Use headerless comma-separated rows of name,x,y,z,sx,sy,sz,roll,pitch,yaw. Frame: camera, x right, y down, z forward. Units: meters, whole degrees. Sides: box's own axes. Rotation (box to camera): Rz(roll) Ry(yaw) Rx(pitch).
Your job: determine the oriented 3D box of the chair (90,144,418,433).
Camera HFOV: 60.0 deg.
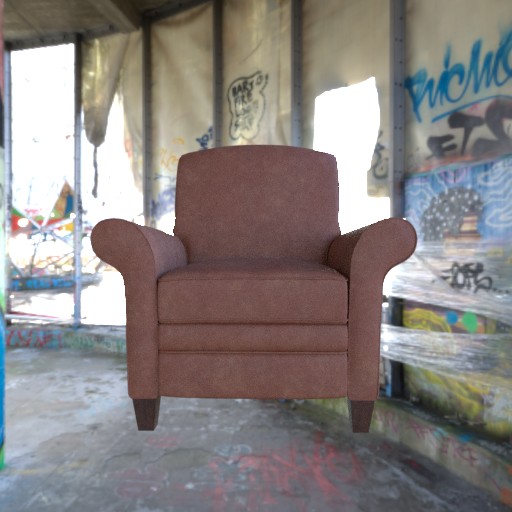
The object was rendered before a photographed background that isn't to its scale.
chair,0.000,0.000,1.754,0.978,1.061,0.902,0,1,1
